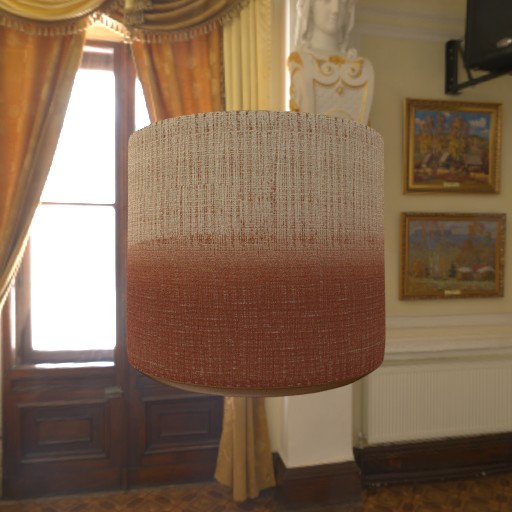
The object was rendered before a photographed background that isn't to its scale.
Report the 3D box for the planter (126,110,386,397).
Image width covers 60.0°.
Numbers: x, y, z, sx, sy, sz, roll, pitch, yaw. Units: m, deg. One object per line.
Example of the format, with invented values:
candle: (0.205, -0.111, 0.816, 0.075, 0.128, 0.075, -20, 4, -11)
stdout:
planter: (0.000, 0.000, 0.451, 0.254, 0.221, 0.254, 0, 1, 0)
